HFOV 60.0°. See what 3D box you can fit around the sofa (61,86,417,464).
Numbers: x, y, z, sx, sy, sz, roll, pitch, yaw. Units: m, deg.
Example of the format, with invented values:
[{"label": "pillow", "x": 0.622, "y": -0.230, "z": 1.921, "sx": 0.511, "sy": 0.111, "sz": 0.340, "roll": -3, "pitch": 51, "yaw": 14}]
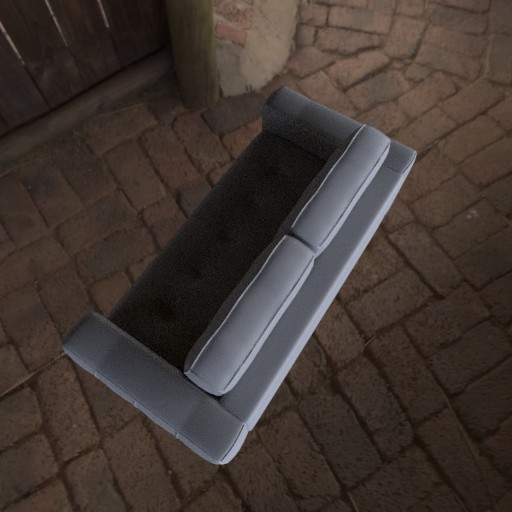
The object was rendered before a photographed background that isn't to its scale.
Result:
[{"label": "sofa", "x": 0.000, "y": 0.000, "z": 2.166, "sx": 0.833, "sy": 0.892, "sz": 1.726, "roll": 31, "pitch": 69, "yaw": 13}]
